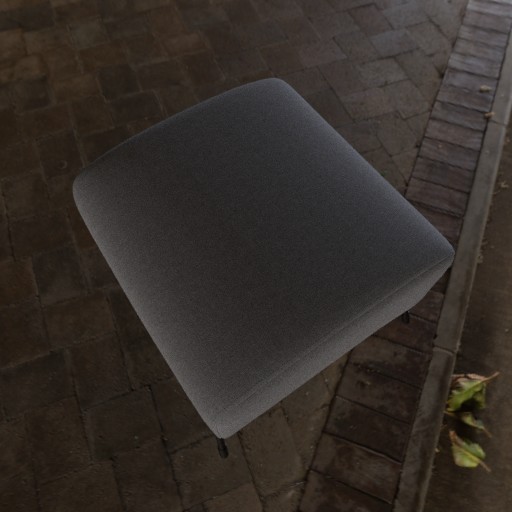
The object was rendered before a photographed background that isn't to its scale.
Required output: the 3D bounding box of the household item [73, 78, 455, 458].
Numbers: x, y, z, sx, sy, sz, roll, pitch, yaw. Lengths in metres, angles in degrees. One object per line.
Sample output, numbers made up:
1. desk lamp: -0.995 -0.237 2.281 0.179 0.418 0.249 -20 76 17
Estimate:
1. household item: 0.000 0.000 0.902 0.530 0.410 0.530 -31 67 -15
